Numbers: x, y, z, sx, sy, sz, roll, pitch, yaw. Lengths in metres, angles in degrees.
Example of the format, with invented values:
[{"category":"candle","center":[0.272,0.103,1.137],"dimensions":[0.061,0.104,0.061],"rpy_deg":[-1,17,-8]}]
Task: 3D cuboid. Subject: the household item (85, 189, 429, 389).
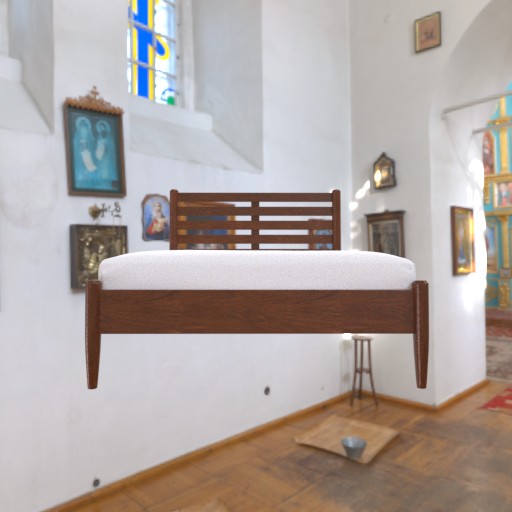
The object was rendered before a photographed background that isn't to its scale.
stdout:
[{"category":"household item","center":[0.000,0.000,3.226],"dimensions":[1.663,1.356,2.232],"rpy_deg":[0,-2,0]}]
